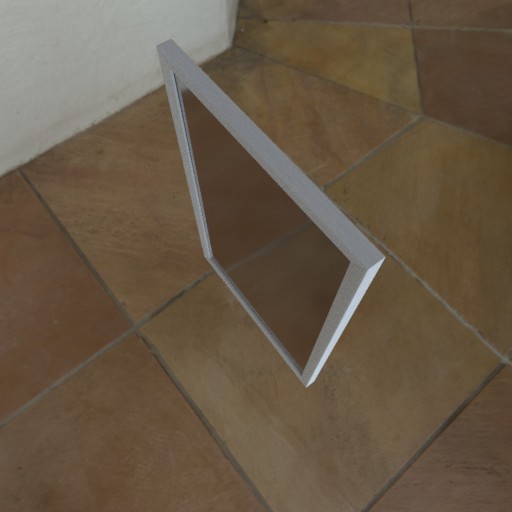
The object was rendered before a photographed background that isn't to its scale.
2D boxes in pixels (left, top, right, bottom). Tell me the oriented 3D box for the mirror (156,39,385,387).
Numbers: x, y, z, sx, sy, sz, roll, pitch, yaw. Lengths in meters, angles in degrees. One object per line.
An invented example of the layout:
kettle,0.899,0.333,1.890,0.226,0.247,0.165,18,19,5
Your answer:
mirror,0.000,0.000,1.177,0.040,0.915,0.609,-33,68,-16
